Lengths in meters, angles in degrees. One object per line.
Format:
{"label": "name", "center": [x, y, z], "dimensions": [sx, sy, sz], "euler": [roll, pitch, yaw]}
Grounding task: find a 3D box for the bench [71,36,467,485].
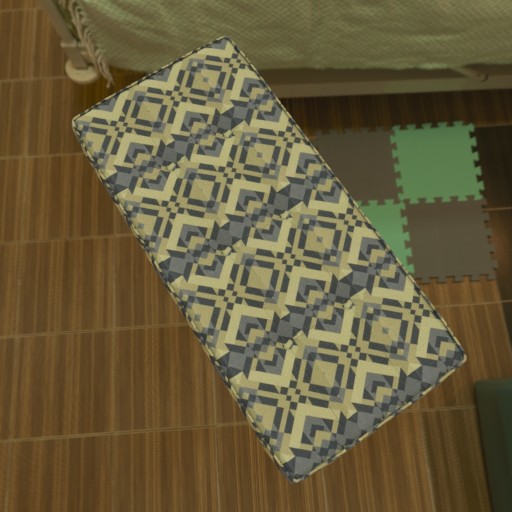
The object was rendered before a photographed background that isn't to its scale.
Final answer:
{"label": "bench", "center": [0.000, 0.000, 1.251], "dimensions": [0.492, 0.477, 1.016], "euler": [-32, 78, -8]}
